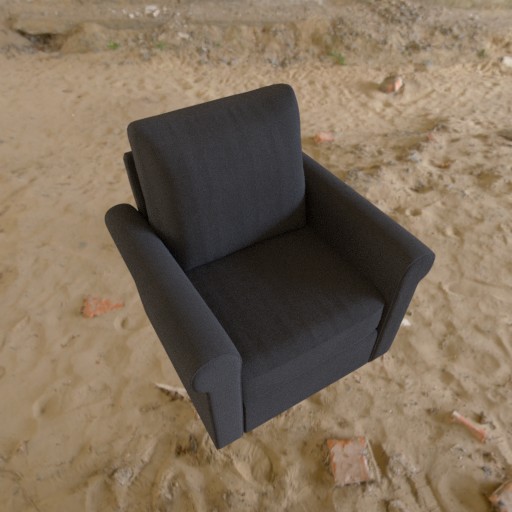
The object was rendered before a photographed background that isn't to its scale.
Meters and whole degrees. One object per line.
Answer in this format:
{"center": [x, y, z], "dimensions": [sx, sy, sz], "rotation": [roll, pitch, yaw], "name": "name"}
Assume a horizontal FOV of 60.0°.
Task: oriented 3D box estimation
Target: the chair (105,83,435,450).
{"center": [0.000, 0.000, 1.601], "dimensions": [0.867, 0.942, 0.828], "rotation": [-23, 50, -21], "name": "chair"}
